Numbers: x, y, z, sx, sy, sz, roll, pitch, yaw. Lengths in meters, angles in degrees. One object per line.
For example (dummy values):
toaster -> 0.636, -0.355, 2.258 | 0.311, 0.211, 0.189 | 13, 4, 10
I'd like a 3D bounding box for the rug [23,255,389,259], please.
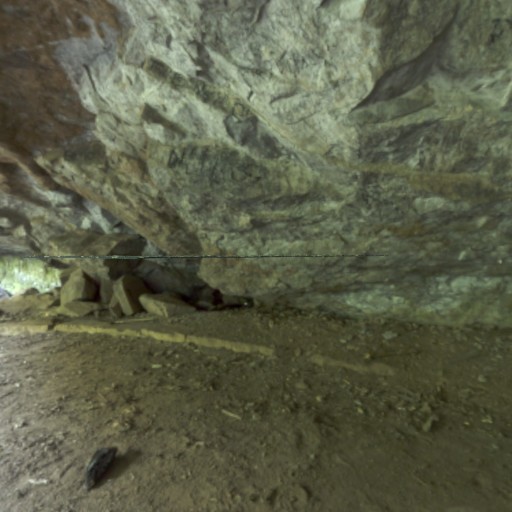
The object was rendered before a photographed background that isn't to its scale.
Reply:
rug -> 0.000, 0.000, 2.730 | 0.807, 0.010, 2.476 | 0, 0, 36
